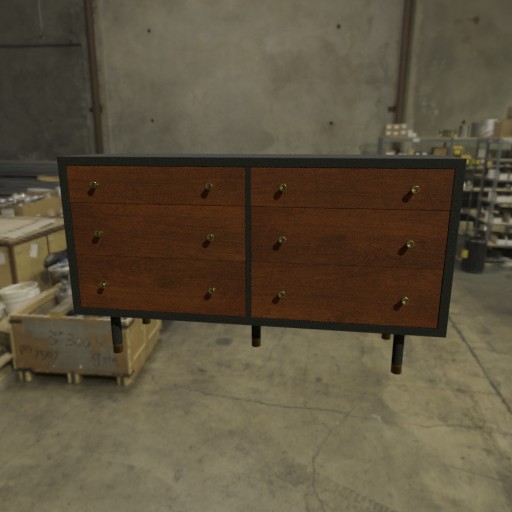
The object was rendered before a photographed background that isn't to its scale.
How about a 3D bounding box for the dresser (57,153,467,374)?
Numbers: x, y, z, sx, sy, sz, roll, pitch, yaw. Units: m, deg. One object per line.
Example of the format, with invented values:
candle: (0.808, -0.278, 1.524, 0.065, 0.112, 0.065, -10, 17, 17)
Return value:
dresser: (0.000, 0.000, 1.975, 1.558, 0.872, 0.463, 2, 15, 9)
